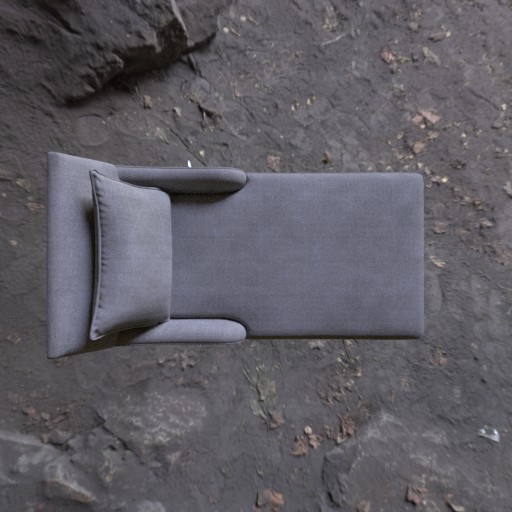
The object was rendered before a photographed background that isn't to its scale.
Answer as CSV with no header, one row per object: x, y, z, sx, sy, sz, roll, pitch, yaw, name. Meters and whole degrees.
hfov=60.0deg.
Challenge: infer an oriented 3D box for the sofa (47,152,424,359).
0.000,0.000,2.267,1.779,0.859,0.894,0,90,-2,sofa
